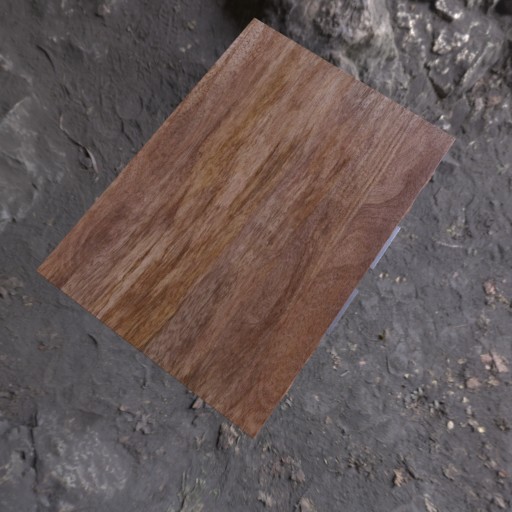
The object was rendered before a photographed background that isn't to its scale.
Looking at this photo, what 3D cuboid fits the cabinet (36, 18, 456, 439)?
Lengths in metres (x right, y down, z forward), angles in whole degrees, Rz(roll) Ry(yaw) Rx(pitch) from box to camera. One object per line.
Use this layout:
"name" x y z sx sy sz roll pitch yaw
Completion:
"cabinet" 0.000 0.000 1.163 0.473 0.758 0.647 35 78 8
